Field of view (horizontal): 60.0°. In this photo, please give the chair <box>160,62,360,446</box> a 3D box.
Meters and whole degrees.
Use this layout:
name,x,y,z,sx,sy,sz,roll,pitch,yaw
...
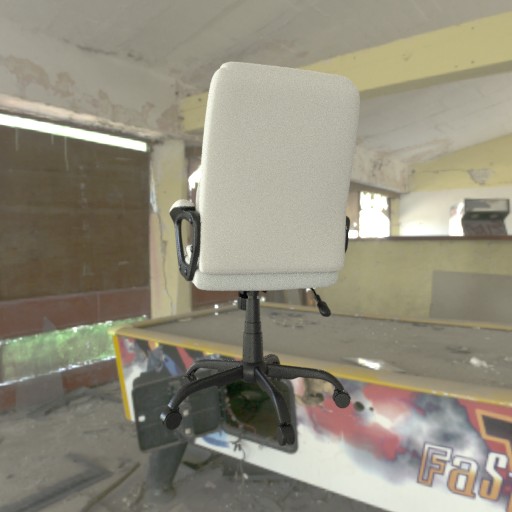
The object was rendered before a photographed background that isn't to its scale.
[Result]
name,x,y,z,sx,sy,sz,roll,pitch,yaw
chair,0.000,0.000,1.519,0.663,1.065,0.669,0,2,-18
